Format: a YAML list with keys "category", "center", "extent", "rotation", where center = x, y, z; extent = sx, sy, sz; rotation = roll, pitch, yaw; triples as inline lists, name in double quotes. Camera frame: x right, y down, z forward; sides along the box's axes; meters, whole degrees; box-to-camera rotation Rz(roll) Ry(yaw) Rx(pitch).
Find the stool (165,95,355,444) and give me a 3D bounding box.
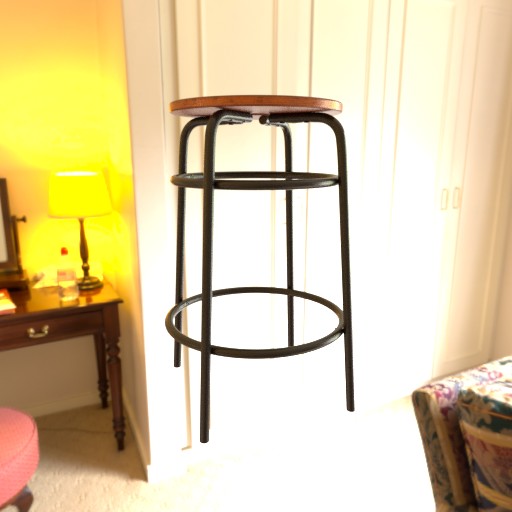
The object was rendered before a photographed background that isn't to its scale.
- category: "stool"
  center: [0.000, 0.000, 0.941]
  extent: [0.455, 0.610, 0.455]
  rotation: [6, 15, 25]
